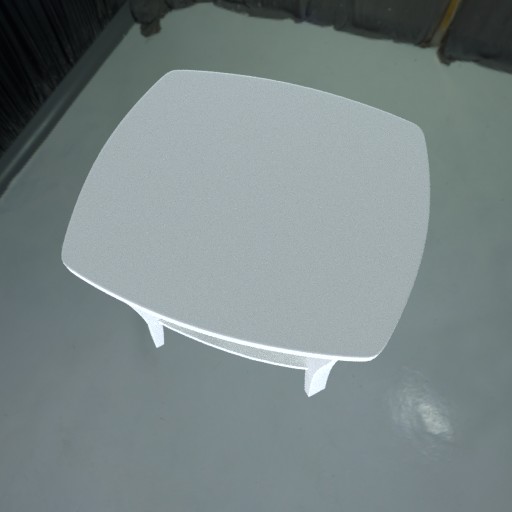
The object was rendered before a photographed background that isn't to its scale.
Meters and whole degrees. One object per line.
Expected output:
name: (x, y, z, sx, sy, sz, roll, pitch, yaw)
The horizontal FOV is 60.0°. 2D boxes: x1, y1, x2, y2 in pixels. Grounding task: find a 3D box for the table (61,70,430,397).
table: (0.000, 0.000, 0.848, 0.502, 0.438, 0.451, 16, 64, 8)
